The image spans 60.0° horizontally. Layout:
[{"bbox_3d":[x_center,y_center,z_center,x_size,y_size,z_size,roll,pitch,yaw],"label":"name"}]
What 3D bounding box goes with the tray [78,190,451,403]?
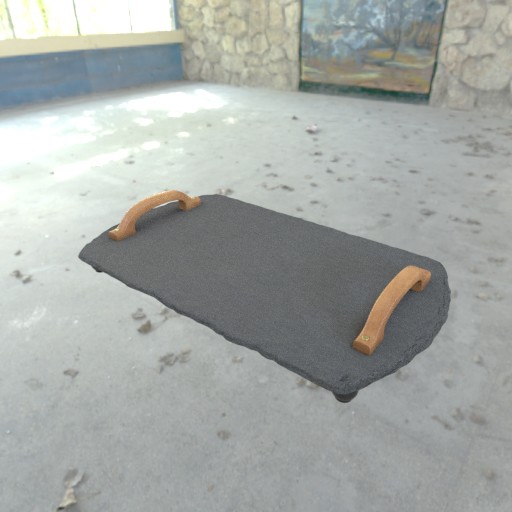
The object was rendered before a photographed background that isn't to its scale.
[{"bbox_3d":[0.000,0.000,0.471,0.387,0.062,0.231,21,36,32],"label":"tray"}]
